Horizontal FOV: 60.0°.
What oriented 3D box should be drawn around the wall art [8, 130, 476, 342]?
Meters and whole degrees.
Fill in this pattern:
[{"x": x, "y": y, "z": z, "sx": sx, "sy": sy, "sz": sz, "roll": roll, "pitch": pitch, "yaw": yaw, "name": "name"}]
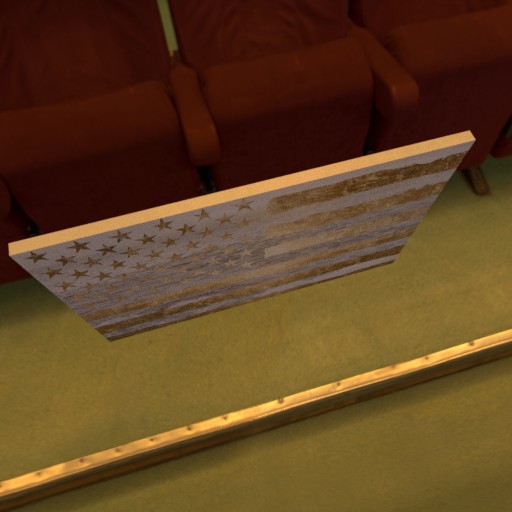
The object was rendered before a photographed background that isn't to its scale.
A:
[{"x": 0.000, "y": 0.000, "z": 1.133, "sx": 0.932, "sy": 0.610, "sz": 0.027, "roll": -15, "pitch": 65, "yaw": -7, "name": "wall art"}]
